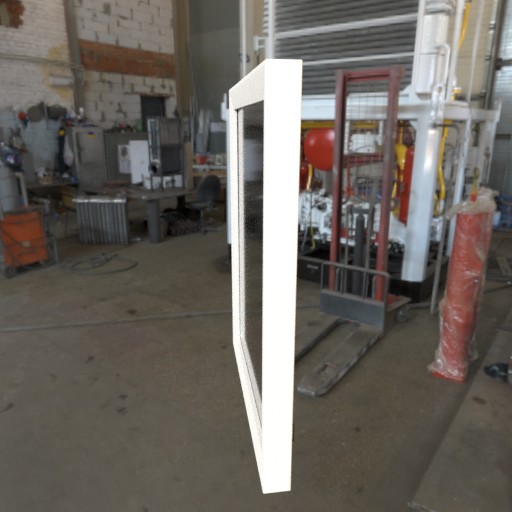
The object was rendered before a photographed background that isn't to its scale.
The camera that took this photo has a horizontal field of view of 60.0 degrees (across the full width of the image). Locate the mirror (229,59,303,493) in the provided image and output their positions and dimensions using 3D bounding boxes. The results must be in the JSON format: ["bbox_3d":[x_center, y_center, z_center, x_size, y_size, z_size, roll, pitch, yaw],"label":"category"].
[{"bbox_3d":[0.000,0.000,0.684,0.041,0.508,0.405,-2,17,-8],"label":"mirror"}]
